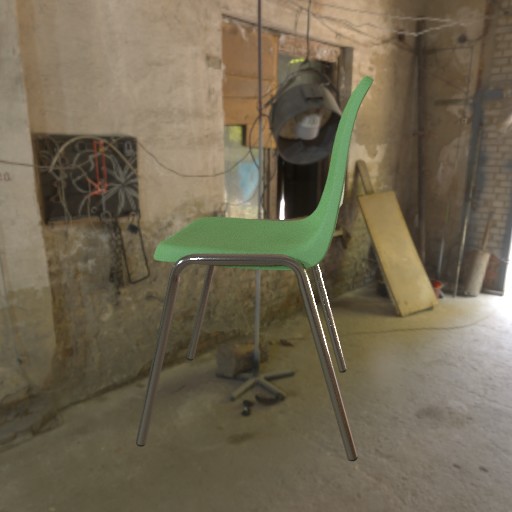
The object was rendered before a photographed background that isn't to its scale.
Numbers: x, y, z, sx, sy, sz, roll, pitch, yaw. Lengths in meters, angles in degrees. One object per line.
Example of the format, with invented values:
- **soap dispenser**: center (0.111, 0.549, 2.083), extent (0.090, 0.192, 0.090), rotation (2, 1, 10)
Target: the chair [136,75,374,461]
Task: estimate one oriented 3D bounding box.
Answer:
- **chair**: center (0.000, 0.000, 0.947), extent (0.436, 0.704, 0.381), rotation (2, 15, 7)
